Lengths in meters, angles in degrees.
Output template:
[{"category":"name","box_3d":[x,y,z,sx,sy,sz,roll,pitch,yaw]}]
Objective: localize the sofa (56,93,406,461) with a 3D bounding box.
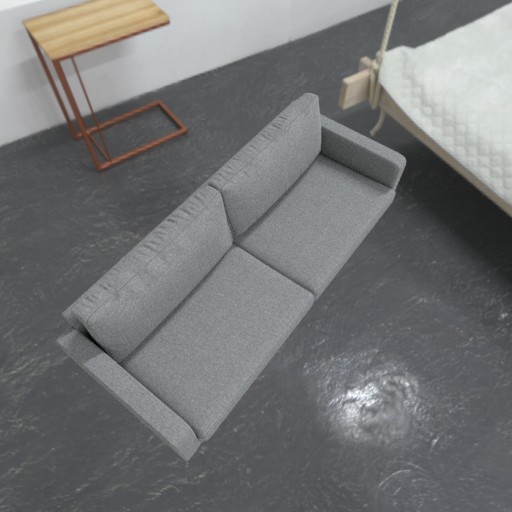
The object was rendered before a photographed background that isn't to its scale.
[{"category":"sofa","box_3d":[0.000,0.000,2.685,0.880,0.880,2.200,33,64,19]}]
